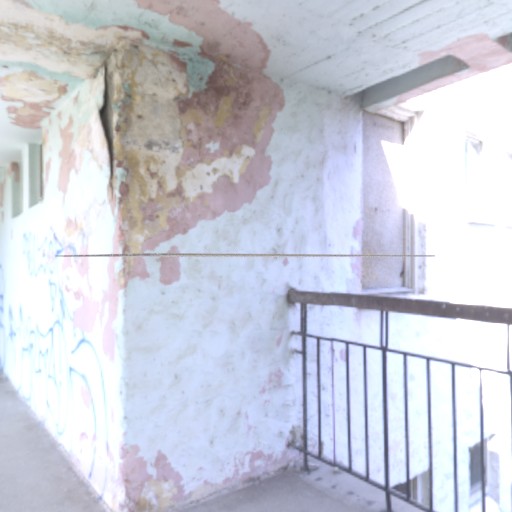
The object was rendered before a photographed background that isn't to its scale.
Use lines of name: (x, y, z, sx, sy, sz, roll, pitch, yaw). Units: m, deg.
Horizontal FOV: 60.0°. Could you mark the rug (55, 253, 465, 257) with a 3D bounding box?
rug: (0.000, 0.000, 4.159, 3.043, 0.013, 2.444, 0, 0, -36)
